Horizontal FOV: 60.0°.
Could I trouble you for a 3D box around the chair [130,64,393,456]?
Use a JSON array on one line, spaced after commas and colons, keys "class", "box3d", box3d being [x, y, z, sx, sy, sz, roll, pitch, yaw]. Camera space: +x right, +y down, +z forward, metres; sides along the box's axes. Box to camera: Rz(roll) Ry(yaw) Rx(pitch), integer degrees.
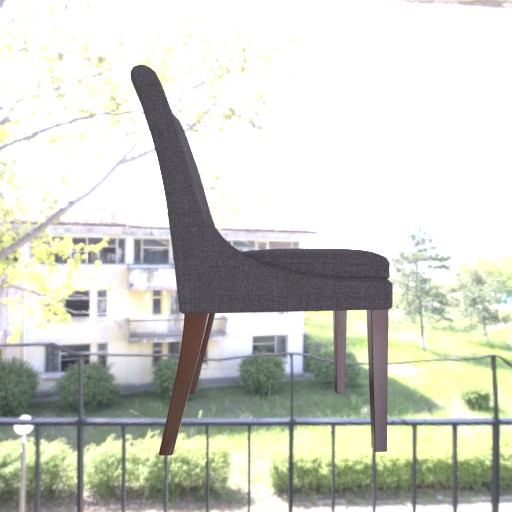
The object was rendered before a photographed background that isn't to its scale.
[{"class": "chair", "box3d": [0.000, 0.000, 1.308, 0.655, 0.952, 0.508, 0, 0, -1]}]
